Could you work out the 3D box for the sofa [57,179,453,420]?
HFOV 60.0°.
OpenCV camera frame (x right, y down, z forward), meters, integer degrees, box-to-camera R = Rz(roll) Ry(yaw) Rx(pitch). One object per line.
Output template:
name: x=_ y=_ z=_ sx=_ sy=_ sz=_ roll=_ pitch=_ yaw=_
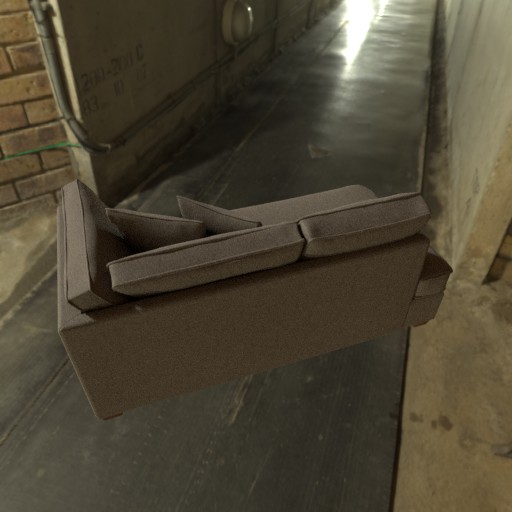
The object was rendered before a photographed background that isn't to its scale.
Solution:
sofa: x=0.000 y=0.000 z=2.819 sx=2.237 sy=1.033 sz=1.110 roll=-13 pitch=42 yaw=-15
